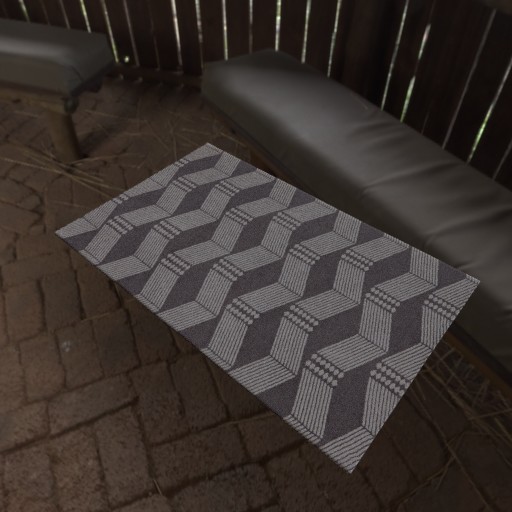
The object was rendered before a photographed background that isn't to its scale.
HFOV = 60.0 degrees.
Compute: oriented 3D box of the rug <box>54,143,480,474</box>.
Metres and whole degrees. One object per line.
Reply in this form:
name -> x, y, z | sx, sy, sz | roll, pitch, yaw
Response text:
rug -> 0.000, 0.000, 2.953 | 2.435, 0.011, 1.517 | 32, 54, 27
